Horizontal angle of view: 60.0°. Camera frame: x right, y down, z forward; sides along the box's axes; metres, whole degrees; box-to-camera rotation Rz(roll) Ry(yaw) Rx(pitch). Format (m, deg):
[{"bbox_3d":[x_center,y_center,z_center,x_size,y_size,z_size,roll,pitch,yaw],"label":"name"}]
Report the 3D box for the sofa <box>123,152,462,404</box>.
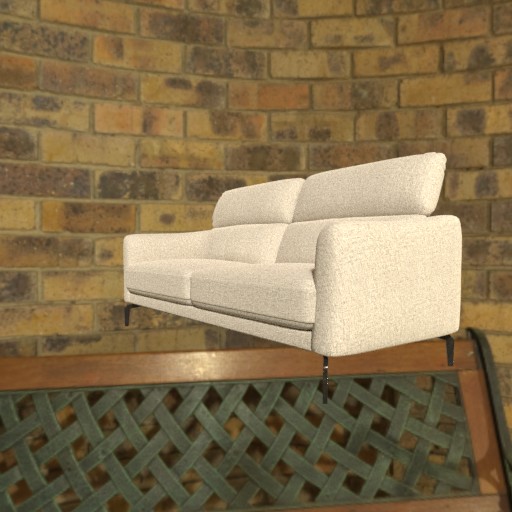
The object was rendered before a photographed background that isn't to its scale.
[{"bbox_3d":[0.000,0.000,2.455,0.856,0.956,2.015,-1,1,-37],"label":"sofa"}]
